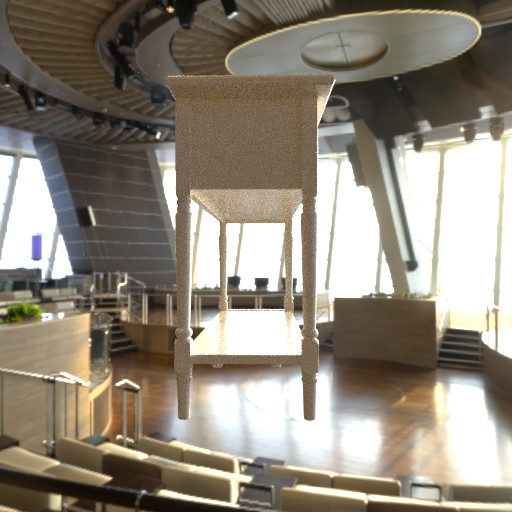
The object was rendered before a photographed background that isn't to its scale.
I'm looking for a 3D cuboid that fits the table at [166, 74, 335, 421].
[{"bbox_3d":[0.000,0.000,1.597,0.386,0.814,1.191,0,-1,1],"label":"table"}]
